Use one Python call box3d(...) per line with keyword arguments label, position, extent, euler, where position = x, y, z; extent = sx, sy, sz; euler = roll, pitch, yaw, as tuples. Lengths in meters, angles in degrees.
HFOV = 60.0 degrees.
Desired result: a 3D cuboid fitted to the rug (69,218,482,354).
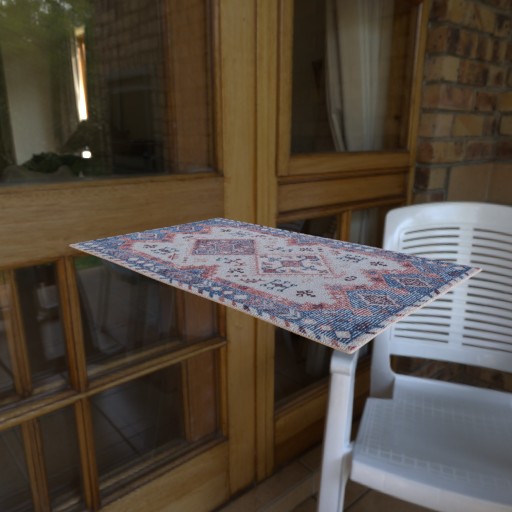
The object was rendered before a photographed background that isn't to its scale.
box3d(label="rug", position=(0.000, 0.000, 3.054), extent=(2.464, 0.023, 1.521), euler=(14, 21, 42))
